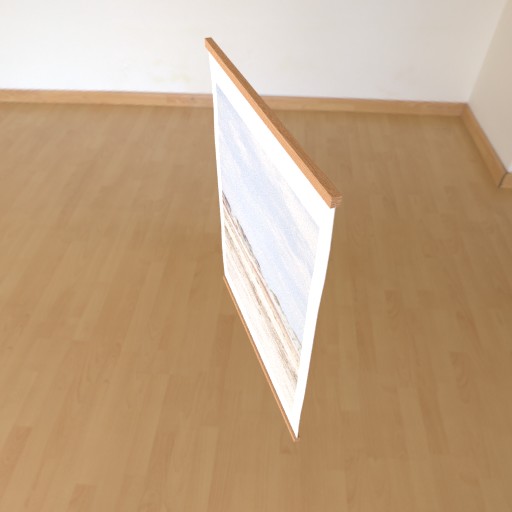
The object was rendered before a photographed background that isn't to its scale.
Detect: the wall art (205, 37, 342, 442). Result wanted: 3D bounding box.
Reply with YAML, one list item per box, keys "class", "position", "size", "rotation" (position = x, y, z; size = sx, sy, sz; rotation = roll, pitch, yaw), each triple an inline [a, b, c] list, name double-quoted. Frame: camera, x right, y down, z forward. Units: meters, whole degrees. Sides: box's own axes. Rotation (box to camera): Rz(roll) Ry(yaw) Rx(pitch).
- class: "wall art"
  position: [0.000, 0.000, 0.807]
  size: [0.011, 0.605, 0.458]
  rotation: [-15, 47, -14]
